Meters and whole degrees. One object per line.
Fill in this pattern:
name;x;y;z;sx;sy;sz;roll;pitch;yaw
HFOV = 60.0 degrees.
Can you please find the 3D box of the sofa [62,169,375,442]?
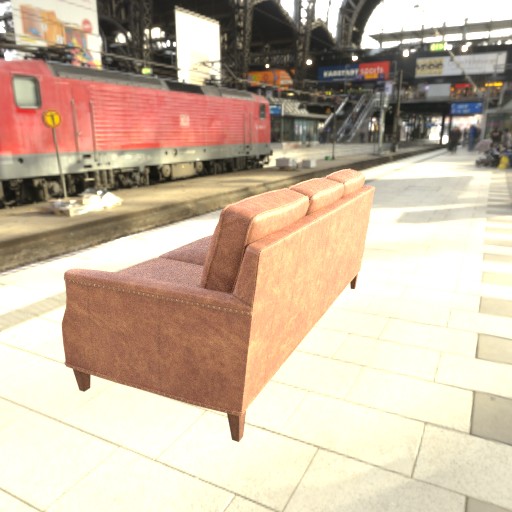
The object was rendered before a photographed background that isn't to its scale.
sofa;0.000;0.000;2.863;1.084;1.003;2.246;7;17;24
